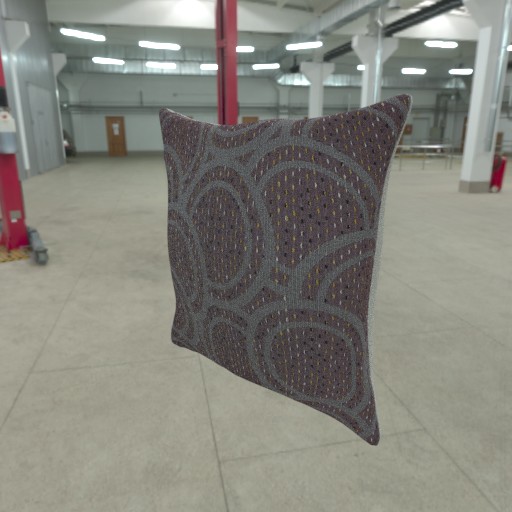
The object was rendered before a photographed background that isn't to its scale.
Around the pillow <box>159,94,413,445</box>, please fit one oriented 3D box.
[{"bbox_3d":[0.000,0.000,0.779,0.514,0.513,0.163,14,21,40],"label":"pillow"}]
